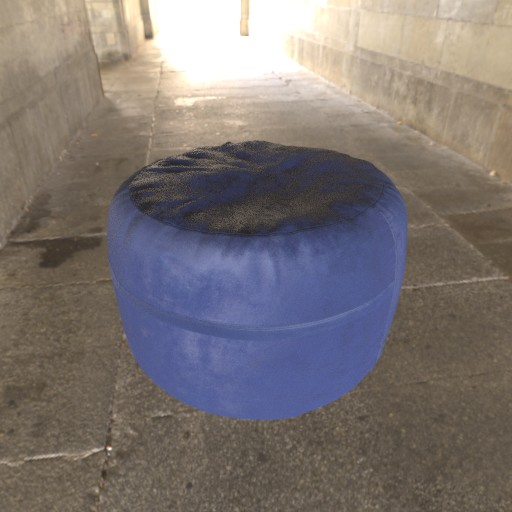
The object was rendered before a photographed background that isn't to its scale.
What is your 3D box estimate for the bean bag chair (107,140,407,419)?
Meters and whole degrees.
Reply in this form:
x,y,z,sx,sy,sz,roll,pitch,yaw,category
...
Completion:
x,y,z,sx,sy,sz,roll,pitch,yaw,category
0.000,0.000,1.923,1.219,0.762,1.219,0,31,0,bean bag chair
